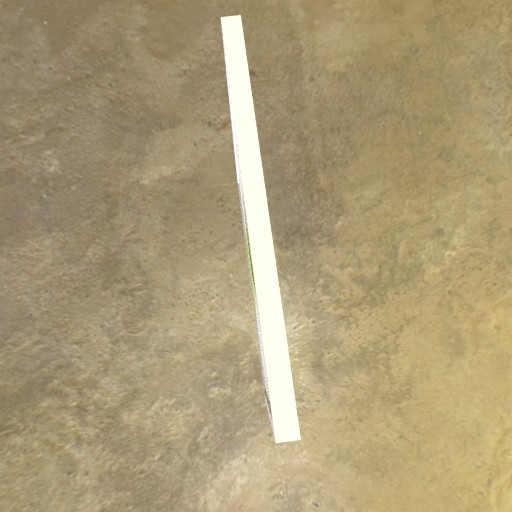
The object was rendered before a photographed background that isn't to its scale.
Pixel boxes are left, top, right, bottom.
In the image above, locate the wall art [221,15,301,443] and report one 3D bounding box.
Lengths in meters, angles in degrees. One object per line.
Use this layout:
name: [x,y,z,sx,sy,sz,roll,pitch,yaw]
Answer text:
wall art: [0.000,0.000,1.126,0.038,0.761,0.763,-7,77,-2]
